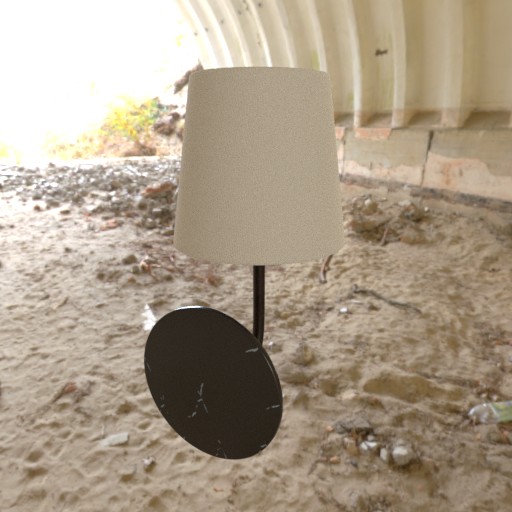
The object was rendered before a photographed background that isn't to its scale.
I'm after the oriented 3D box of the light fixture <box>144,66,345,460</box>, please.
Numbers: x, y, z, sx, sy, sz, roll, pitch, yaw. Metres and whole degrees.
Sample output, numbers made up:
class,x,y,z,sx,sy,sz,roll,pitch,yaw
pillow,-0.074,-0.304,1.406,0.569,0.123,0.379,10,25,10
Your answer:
class,x,y,z,sx,sy,sz,roll,pitch,yaw
light fixture,0.000,0.000,0.443,0.168,0.337,0.188,9,18,27
